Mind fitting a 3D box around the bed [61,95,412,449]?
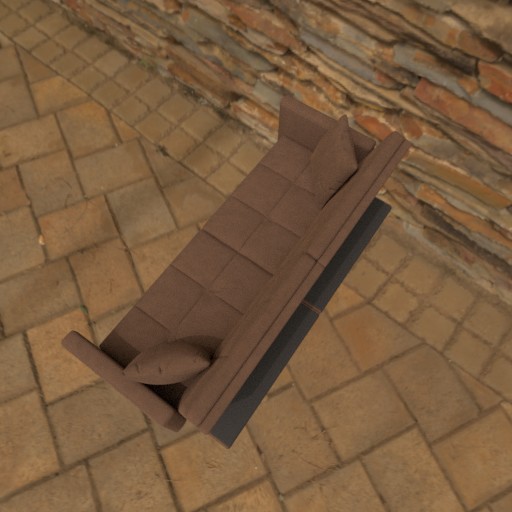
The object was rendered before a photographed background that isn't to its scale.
[{"bbox_3d":[0.000,0.000,2.406,0.889,0.787,1.905,33,69,14],"label":"bed"}]
